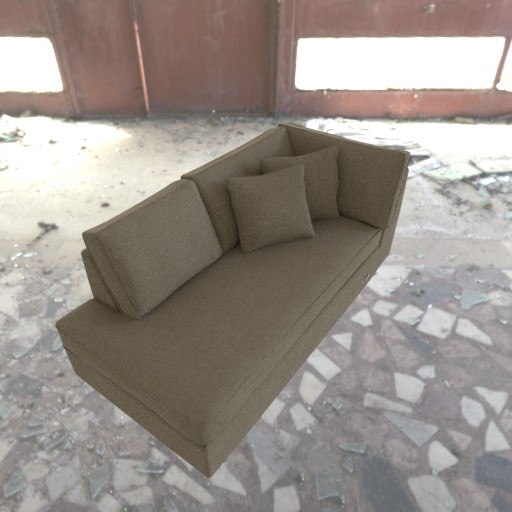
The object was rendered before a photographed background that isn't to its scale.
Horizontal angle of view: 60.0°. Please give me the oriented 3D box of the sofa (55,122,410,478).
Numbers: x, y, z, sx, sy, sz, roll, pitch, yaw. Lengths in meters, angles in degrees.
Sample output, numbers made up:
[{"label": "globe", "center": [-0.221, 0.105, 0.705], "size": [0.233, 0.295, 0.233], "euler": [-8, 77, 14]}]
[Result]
[{"label": "sofa", "center": [0.000, 0.000, 2.805], "size": [1.110, 1.019, 2.238], "euler": [24, 44, 28]}]
